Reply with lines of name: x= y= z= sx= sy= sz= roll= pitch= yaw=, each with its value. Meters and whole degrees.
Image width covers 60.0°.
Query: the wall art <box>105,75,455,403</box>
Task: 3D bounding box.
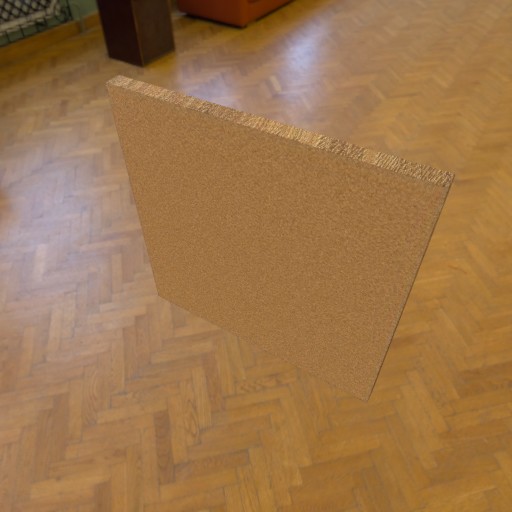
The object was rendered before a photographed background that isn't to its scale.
wall art: x=0.000 y=0.000 z=0.910 sx=0.611 sy=0.608 sz=0.042 roll=23 pitch=50 yaw=21
